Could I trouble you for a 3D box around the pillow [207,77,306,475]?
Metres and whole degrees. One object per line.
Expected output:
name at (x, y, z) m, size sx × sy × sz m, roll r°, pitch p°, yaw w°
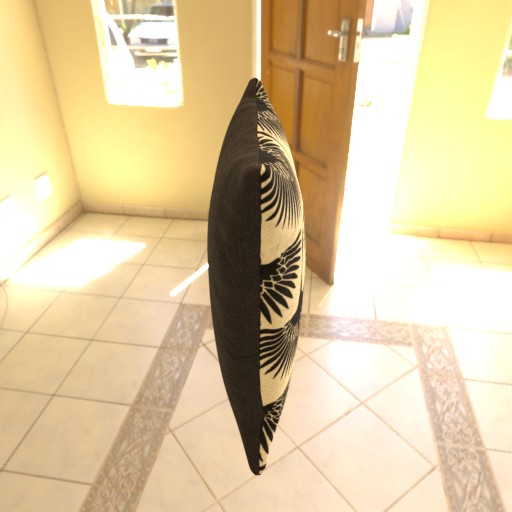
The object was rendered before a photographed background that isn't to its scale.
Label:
pillow at (0.000, 0.000, 0.667) m, size 0.139 × 0.432 × 0.432 m, roll 0°, pitch 32°, yaw -1°
